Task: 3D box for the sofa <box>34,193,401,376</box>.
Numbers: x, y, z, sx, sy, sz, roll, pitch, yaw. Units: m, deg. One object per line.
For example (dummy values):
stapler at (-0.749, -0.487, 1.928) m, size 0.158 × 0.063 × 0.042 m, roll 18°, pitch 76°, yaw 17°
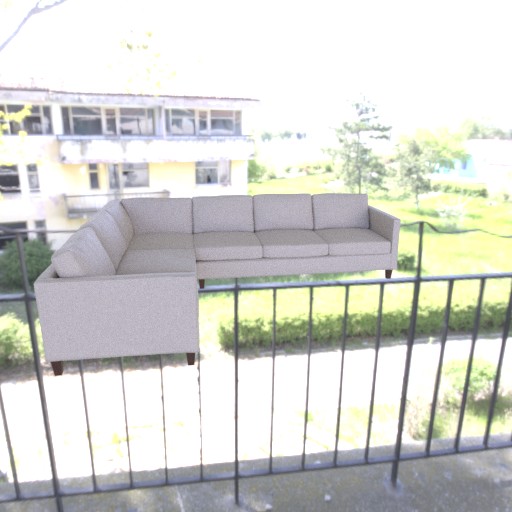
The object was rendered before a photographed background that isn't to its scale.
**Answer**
sofa at (0.000, 0.000, 4.193) m, size 3.182 × 0.863 × 2.432 m, roll -2°, pitch 17°, yaw -8°
